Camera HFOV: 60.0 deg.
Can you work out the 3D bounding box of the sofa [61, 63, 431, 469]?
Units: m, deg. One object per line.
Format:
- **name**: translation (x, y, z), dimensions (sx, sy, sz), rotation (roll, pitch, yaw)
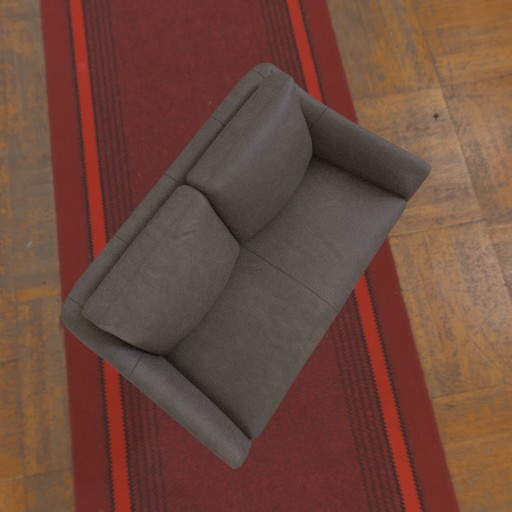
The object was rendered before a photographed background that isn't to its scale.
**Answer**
- **sofa**: translation (0.000, 0.000, 2.137), dimensions (0.960, 0.902, 1.619), rotation (34, 78, 8)
